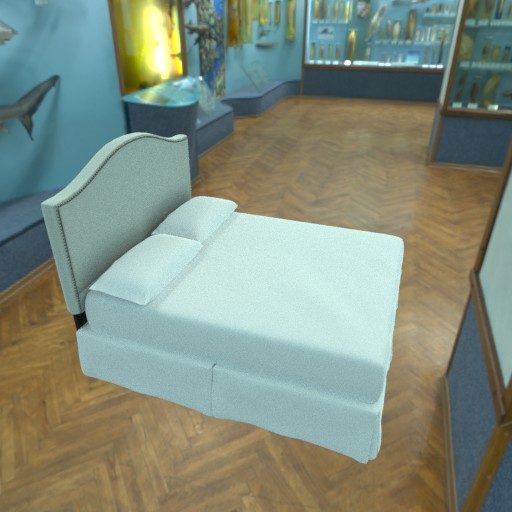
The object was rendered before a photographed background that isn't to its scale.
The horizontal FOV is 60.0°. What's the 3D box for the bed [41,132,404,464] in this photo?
[{"bbox_3d":[0.000,0.000,3.329,2.180,1.607,1.813,10,31,17],"label":"bed"}]
